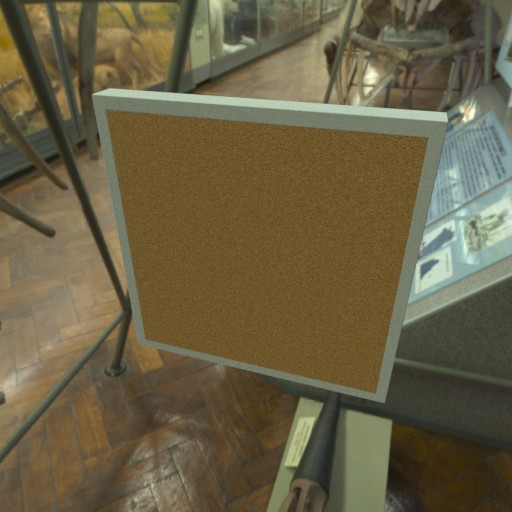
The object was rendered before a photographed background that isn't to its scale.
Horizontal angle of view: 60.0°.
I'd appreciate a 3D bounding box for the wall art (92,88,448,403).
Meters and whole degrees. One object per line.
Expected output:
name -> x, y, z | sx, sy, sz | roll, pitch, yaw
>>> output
wall art -> 0.000, 0.000, 0.607 | 0.406, 0.406, 0.038 | 10, 33, 15
